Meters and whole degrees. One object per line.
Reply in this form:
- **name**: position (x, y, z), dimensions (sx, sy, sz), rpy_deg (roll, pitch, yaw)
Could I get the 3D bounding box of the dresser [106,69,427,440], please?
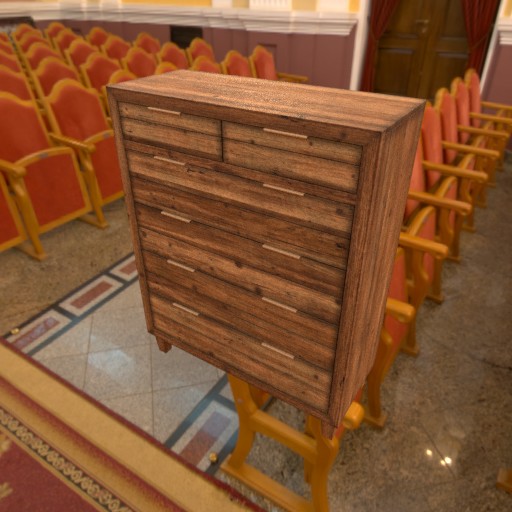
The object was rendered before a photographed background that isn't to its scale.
- **dresser**: position (0.000, 0.000, 1.921), dimensions (1.067, 1.359, 0.438), rpy_deg (19, 37, 28)
